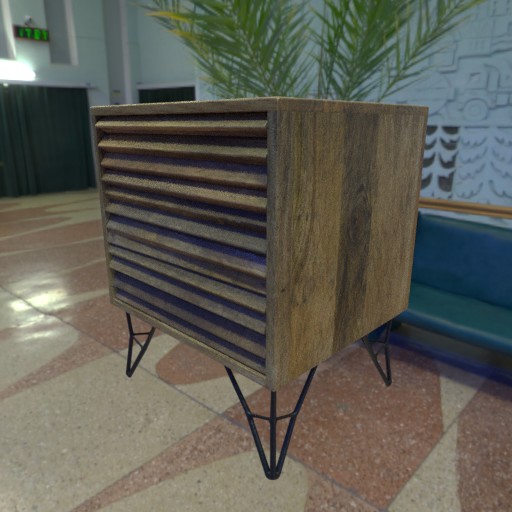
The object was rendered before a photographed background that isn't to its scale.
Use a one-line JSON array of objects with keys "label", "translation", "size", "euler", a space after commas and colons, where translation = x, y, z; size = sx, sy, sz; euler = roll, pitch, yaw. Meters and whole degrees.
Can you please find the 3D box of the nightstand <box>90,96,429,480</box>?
[{"label": "nightstand", "translation": [0.000, 0.000, 0.872], "size": [0.457, 0.559, 0.406], "euler": [16, 23, 42]}]
